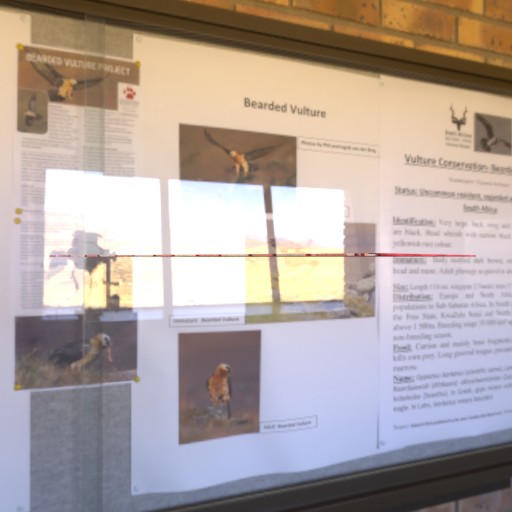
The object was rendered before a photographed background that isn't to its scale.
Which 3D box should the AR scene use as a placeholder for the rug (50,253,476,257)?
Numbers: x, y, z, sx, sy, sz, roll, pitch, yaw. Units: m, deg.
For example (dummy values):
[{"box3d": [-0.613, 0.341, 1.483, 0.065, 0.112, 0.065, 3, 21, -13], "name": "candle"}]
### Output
[{"box3d": [0.000, 0.000, 2.268, 1.817, 0.008, 1.223, 0, 0, 38], "name": "rug"}]
